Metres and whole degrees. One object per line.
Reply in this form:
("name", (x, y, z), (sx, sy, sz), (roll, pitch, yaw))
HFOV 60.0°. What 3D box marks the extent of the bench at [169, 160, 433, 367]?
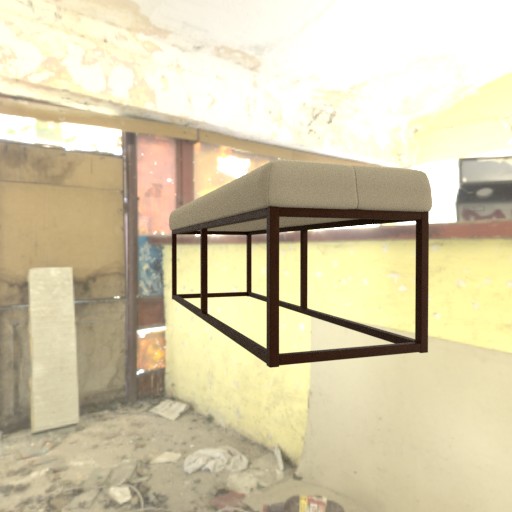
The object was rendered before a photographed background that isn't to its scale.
("bench", (0.000, 0.000, 1.779), (0.479, 0.488, 1.488), (0, 1, -19))
